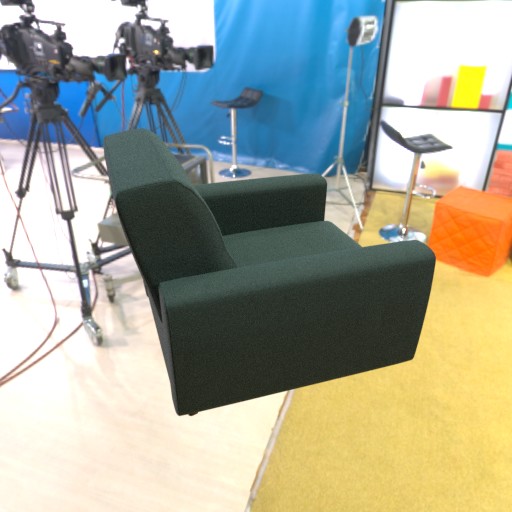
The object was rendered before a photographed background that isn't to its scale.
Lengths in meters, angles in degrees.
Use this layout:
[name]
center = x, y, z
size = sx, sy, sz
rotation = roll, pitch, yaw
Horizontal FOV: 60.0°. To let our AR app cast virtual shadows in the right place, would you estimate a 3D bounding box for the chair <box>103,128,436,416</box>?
[chair]
center = 0.000, 0.000, 1.584
size = 0.909, 0.841, 0.831
rotation = -10, 30, -17
